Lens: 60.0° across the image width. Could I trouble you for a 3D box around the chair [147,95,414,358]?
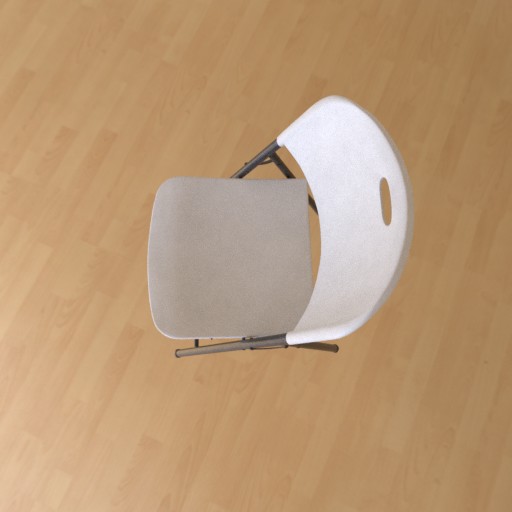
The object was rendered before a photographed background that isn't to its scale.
[{"bbox_3d":[0.000,0.000,1.178,0.566,0.810,0.494,-2,76,0],"label":"chair"}]
